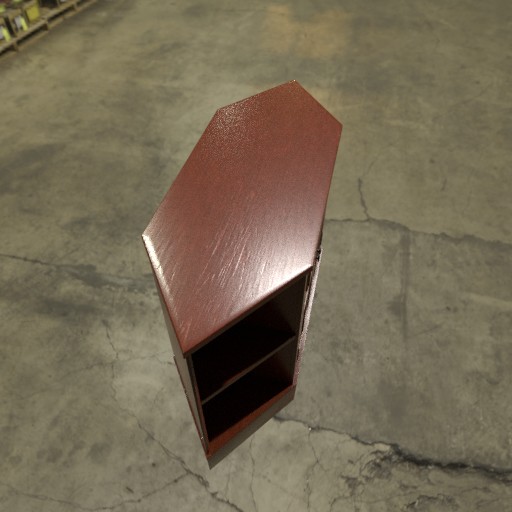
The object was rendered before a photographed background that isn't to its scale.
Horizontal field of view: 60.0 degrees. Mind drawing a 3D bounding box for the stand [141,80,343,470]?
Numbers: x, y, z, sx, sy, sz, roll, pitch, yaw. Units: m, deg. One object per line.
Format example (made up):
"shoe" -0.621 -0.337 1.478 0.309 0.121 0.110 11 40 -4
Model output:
"stand" 0.000 0.000 1.345 0.381 0.614 1.072 10 48 9
